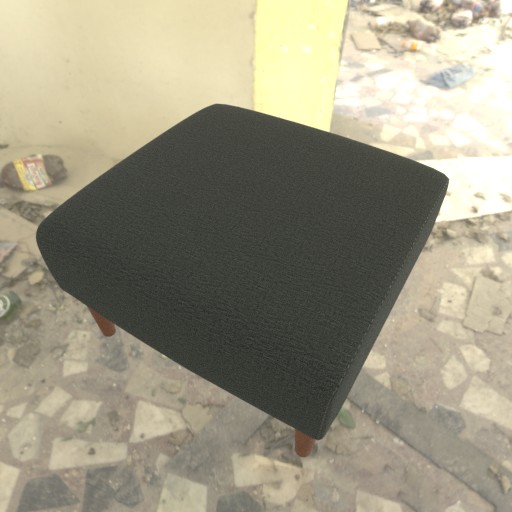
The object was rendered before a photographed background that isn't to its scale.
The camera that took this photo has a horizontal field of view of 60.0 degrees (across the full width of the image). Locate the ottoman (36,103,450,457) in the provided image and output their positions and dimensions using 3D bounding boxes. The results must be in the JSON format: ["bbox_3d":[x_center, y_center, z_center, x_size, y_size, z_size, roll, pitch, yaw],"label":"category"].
[{"bbox_3d":[0.000,0.000,1.030,0.650,0.398,0.649,24,50,22],"label":"ottoman"}]
